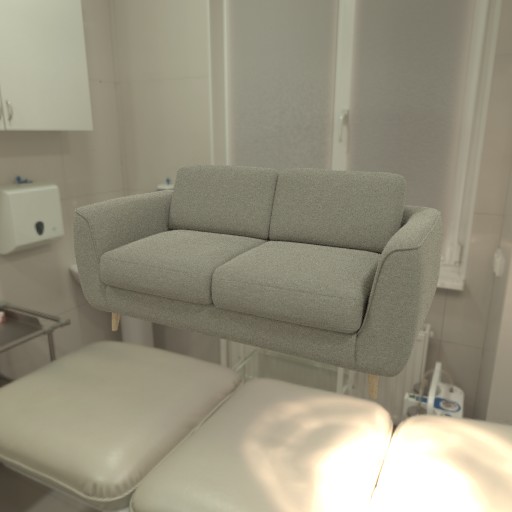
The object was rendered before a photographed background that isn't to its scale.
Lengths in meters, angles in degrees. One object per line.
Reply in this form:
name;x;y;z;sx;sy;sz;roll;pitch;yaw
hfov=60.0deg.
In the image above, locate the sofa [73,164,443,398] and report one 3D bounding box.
sofa;0.000;0.000;2.249;1.700;0.850;0.920;8;17;26
